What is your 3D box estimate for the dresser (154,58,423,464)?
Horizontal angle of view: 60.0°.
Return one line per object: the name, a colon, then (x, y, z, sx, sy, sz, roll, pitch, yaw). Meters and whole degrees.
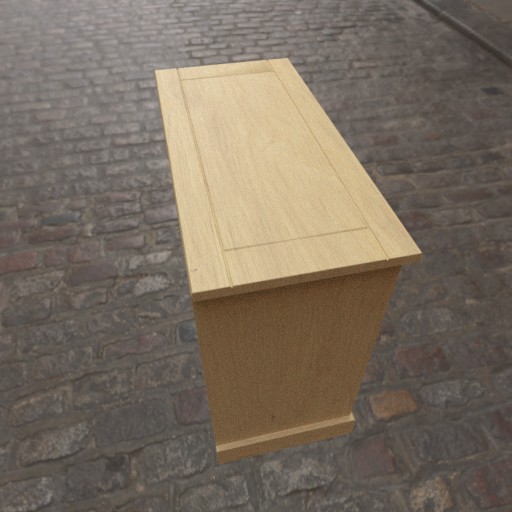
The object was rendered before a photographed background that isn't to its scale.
dresser: (0.000, 0.000, 1.397, 0.440, 0.835, 0.915, -9, 47, -9)
